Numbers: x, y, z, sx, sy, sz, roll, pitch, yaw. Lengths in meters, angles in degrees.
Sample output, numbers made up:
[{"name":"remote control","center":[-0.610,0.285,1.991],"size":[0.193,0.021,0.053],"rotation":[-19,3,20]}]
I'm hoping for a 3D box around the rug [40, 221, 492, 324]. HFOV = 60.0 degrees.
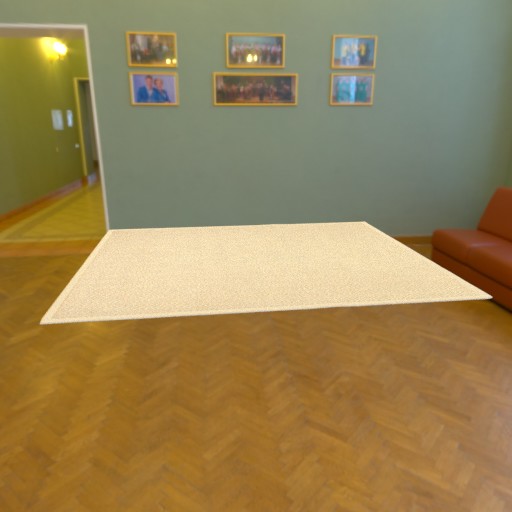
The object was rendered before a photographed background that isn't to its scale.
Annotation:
[{"name":"rug","center":[0.000,0.000,4.031],"size":[3.009,0.019,2.423],"rotation":[-2,17,-8]}]
